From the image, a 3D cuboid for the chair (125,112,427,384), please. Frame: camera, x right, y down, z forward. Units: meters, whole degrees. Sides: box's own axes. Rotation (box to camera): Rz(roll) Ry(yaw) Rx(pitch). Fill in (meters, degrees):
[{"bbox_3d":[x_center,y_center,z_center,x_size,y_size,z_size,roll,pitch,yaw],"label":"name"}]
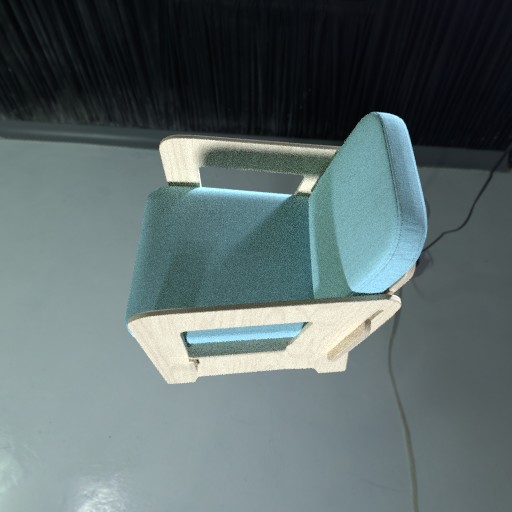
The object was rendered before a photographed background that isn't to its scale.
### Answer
[{"bbox_3d":[0.000,0.000,1.305,0.710,0.800,0.590,1,59,0],"label":"chair"}]
